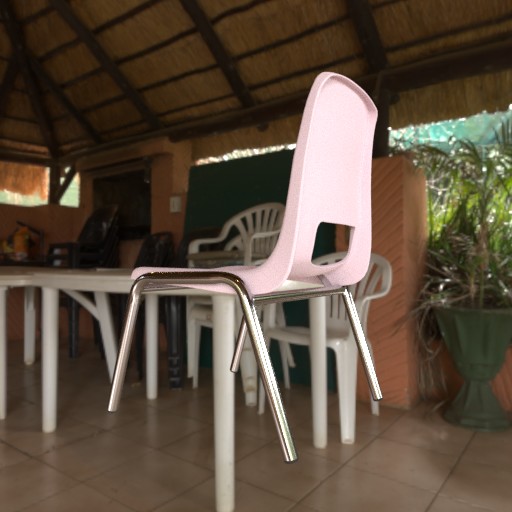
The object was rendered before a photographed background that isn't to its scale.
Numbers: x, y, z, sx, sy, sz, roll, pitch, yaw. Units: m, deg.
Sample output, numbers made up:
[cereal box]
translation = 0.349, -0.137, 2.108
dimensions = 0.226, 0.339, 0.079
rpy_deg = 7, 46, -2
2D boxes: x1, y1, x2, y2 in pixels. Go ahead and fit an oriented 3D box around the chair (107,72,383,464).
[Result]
[chair]
translation = 0.000, 0.000, 0.793
dimensions = 0.385, 0.536, 0.354
rpy_deg = -1, -1, 36
